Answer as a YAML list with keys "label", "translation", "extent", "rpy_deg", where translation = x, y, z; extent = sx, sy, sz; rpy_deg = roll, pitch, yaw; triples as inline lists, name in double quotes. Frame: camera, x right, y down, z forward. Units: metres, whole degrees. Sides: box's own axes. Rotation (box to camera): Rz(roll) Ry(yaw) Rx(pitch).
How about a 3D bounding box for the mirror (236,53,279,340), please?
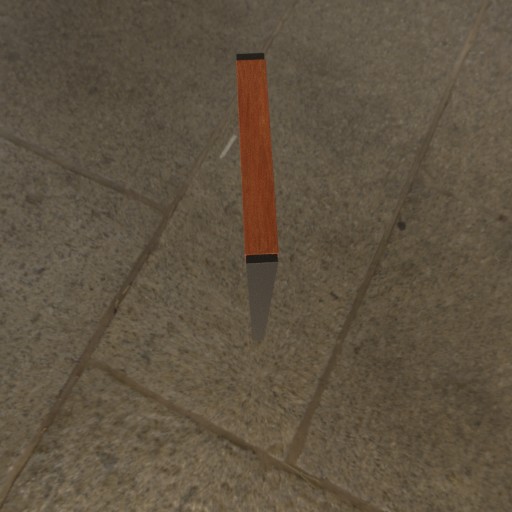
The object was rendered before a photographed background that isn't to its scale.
- label: "mirror"
  translation: [0.000, 0.000, 1.189]
  extent: [0.047, 1.123, 0.343]
  rpy_deg: [-3, 74, -1]
